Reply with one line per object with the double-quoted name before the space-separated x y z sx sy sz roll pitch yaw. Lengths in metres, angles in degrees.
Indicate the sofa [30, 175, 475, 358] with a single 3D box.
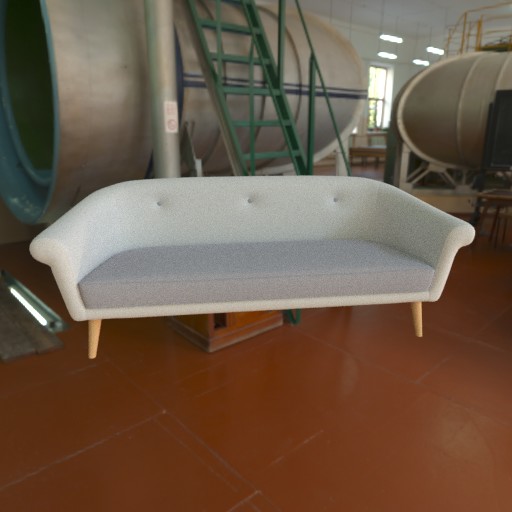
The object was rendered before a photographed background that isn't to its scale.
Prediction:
"sofa" 0.000 0.000 2.537 2.160 0.795 0.827 -2 17 -7
